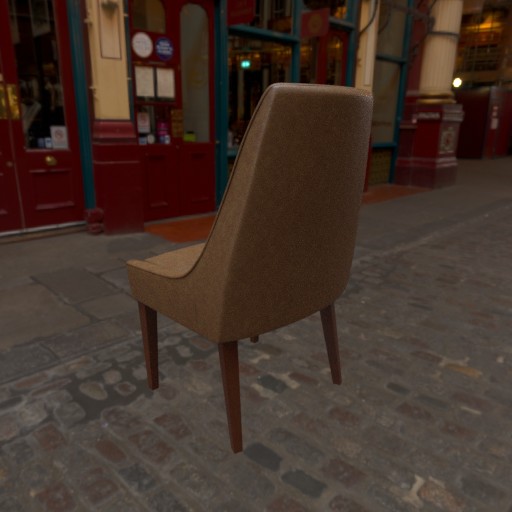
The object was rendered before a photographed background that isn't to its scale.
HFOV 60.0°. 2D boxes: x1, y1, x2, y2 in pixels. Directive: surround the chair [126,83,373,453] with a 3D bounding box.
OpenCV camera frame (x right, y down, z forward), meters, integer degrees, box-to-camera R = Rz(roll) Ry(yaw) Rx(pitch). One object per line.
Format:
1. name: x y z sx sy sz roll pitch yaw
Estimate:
1. chair: 0.000 0.000 1.236 0.529 0.861 0.544 -16 23 -42
